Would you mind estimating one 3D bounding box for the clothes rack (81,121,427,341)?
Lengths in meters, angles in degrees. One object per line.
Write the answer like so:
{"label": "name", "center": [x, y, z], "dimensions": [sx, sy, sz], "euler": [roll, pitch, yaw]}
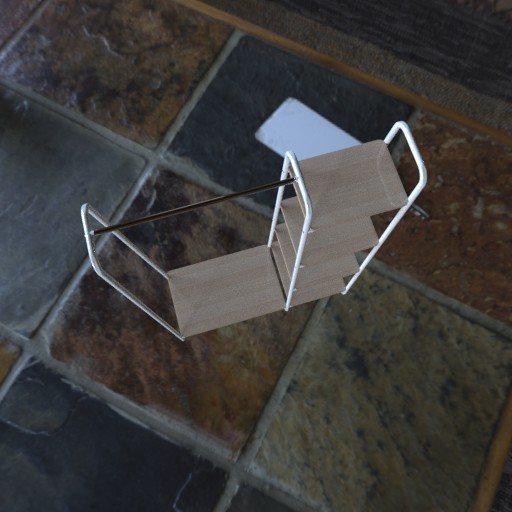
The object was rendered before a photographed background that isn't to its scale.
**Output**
{"label": "clothes rack", "center": [0.000, 0.000, 2.010], "dimensions": [1.011, 1.500, 0.400], "euler": [-16, 75, -4]}
